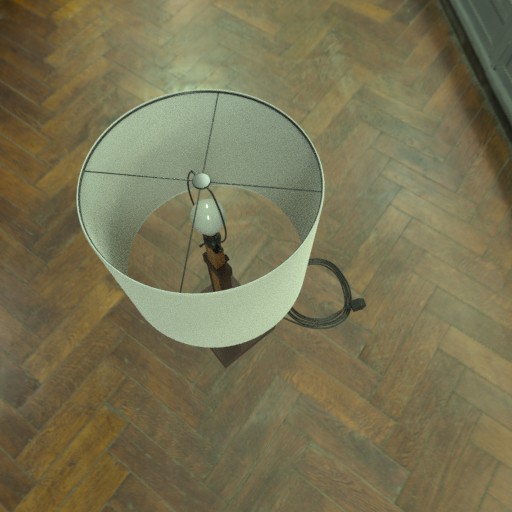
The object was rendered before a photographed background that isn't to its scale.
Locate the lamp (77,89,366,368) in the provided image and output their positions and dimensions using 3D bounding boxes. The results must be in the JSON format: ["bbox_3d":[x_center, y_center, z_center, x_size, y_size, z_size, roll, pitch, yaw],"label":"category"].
[{"bbox_3d":[0.000,0.000,0.955,0.525,0.668,0.396,-36,70,-16],"label":"lamp"}]
